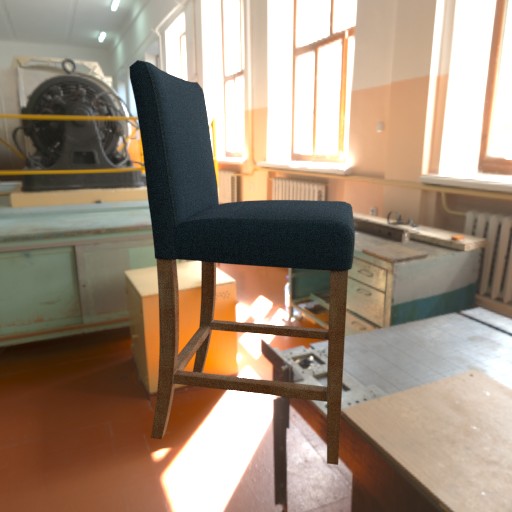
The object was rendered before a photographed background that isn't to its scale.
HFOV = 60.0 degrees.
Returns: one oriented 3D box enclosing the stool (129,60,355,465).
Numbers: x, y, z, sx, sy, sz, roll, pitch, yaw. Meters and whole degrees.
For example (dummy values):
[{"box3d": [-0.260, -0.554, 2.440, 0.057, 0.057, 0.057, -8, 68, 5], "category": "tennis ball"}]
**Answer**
[{"box3d": [0.000, 0.000, 1.329, 0.567, 1.039, 0.454, 3, 14, 10], "category": "stool"}]
